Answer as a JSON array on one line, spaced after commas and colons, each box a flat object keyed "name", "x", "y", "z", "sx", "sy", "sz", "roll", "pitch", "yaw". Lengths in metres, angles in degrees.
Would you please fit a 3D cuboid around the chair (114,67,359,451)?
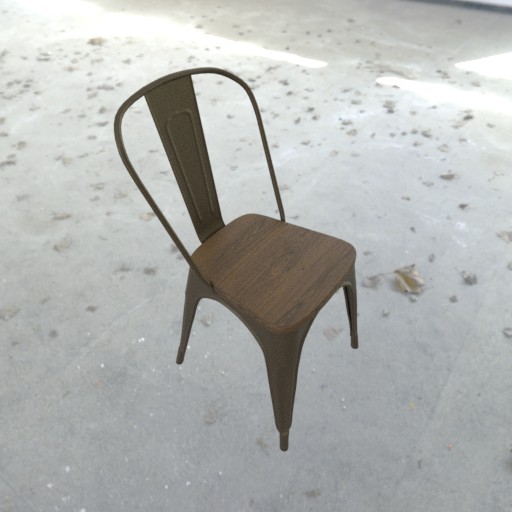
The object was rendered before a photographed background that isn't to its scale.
[{"name": "chair", "x": 0.000, "y": 0.000, "z": 1.191, "sx": 0.532, "sy": 0.844, "sz": 0.451, "roll": 26, "pitch": 48, "yaw": 26}]
